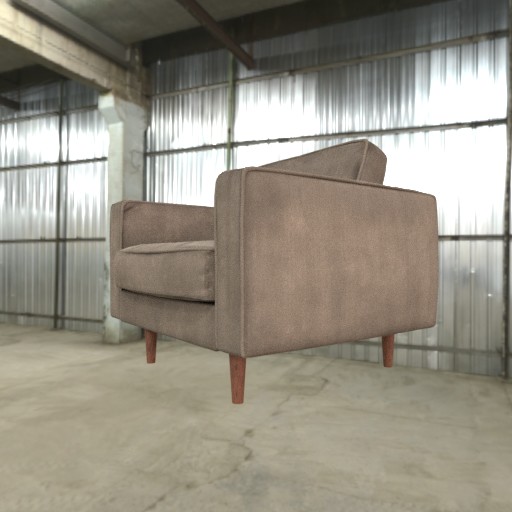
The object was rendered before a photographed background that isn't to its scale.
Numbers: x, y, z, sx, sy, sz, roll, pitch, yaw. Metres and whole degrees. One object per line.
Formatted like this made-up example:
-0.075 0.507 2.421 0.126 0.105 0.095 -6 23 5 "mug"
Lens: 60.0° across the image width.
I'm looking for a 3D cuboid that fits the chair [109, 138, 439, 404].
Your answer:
0.000 0.000 1.551 0.843 0.773 0.928 0 0 -37 "chair"
